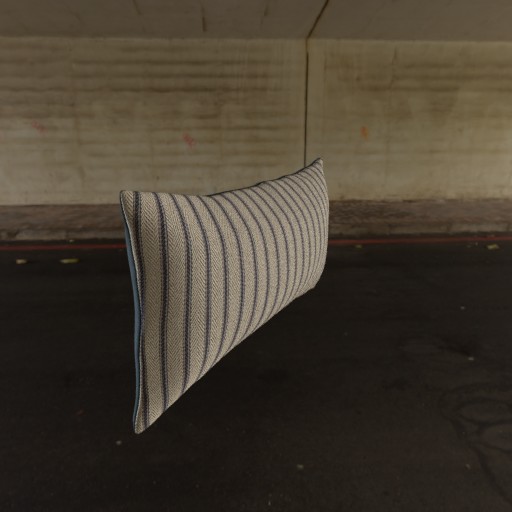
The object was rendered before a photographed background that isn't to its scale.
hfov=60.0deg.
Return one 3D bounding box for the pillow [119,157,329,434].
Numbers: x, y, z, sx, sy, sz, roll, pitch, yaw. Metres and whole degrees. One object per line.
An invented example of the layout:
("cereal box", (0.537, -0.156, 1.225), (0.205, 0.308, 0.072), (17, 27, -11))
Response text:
("pillow", (0.000, 0.000, 0.752), (0.151, 0.305, 0.609), (8, 17, 27))
